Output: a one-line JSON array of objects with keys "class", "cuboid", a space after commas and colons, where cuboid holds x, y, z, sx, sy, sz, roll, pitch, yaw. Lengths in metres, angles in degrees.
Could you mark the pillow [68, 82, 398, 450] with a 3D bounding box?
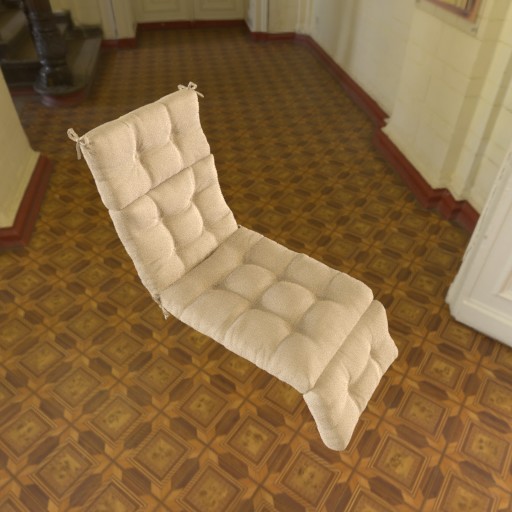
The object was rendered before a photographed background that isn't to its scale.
[{"class": "pillow", "cuboid": [0.000, 0.000, 1.504, 1.016, 0.863, 0.526, 25, 47, 26]}]
